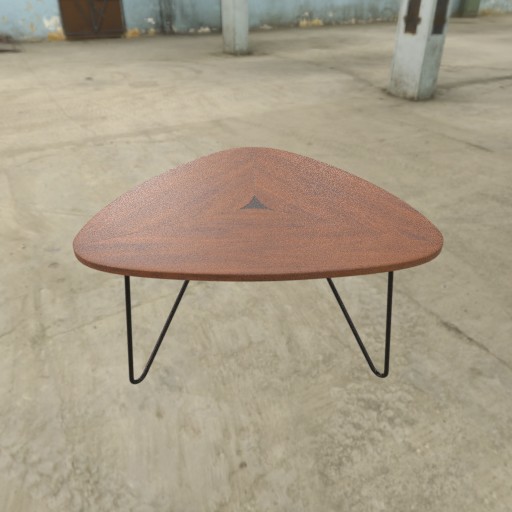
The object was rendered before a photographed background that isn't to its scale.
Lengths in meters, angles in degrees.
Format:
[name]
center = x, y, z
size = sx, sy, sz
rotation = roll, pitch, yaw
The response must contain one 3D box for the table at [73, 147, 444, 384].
[table]
center = 0.000, 0.000, 1.325
size = 0.833, 0.413, 0.821
rotation = -1, 31, -2
